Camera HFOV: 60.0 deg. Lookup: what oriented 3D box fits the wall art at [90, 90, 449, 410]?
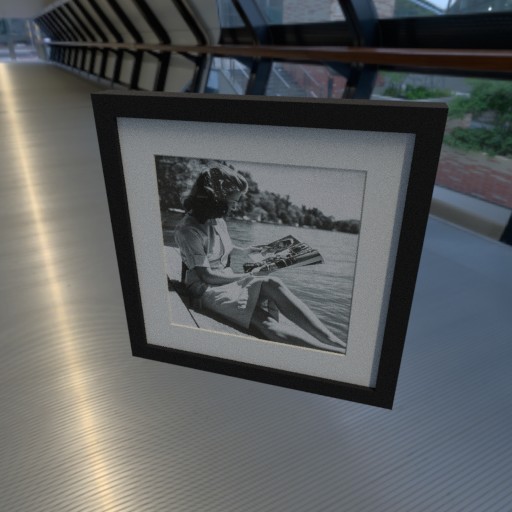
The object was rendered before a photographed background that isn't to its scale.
[{"bbox_3d":[0.000,0.000,0.450,0.308,0.305,0.030,8,28,15],"label":"wall art"}]
